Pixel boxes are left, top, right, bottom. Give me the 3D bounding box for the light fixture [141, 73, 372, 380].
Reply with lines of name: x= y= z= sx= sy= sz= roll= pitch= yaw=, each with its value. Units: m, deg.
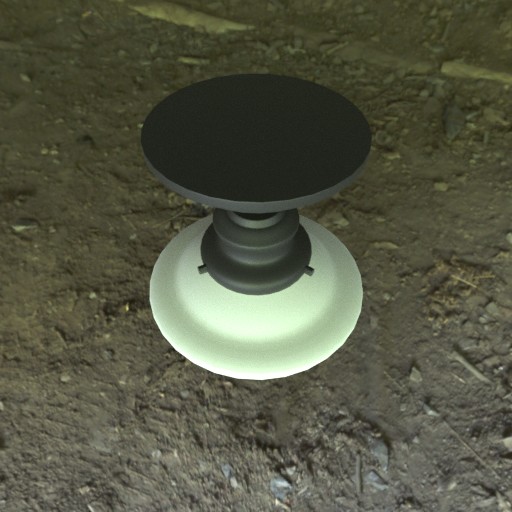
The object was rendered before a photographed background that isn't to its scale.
light fixture: x=0.000 y=0.000 z=0.386 sx=0.197 sy=0.254 sz=0.197 roll=0 pitch=48 yaw=0
